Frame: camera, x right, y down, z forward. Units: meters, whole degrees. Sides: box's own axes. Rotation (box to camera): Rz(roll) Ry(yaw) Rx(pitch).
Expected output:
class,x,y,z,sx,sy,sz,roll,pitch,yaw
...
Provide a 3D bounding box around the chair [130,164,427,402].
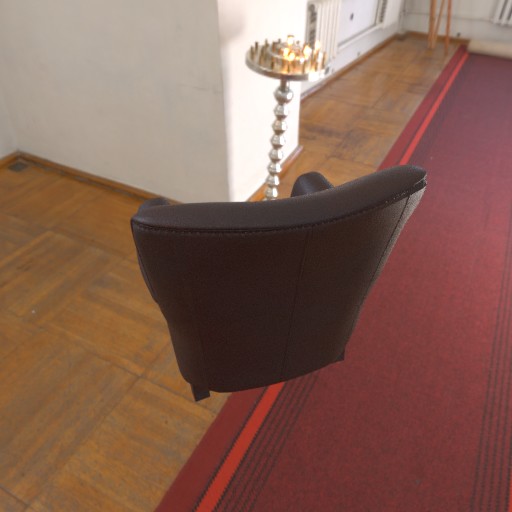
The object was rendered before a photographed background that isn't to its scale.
class,x,y,z,sx,sy,sz,roll,pitch,yaw
chair,0.000,0.000,1.376,0.700,0.800,0.746,-11,41,-13
